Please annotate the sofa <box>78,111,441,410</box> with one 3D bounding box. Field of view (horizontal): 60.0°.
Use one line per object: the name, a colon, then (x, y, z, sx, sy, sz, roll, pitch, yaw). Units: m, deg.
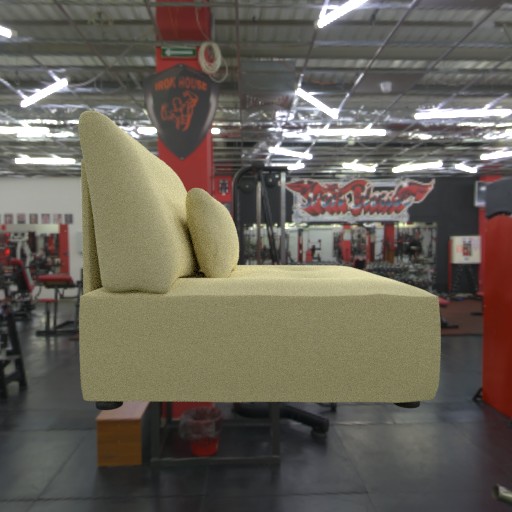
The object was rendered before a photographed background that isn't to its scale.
sofa: (0.000, 0.000, 1.644, 1.000, 0.820, 0.930, 0, 2, 0)
